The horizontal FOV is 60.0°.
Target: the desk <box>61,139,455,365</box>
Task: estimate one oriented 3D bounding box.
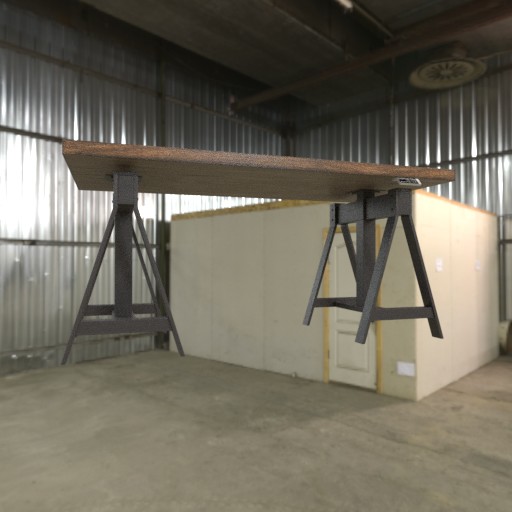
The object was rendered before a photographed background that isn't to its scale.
[{"bbox_3d":[0.000,0.000,1.977,1.543,0.725,0.784,0,0,-18],"label":"desk"}]
